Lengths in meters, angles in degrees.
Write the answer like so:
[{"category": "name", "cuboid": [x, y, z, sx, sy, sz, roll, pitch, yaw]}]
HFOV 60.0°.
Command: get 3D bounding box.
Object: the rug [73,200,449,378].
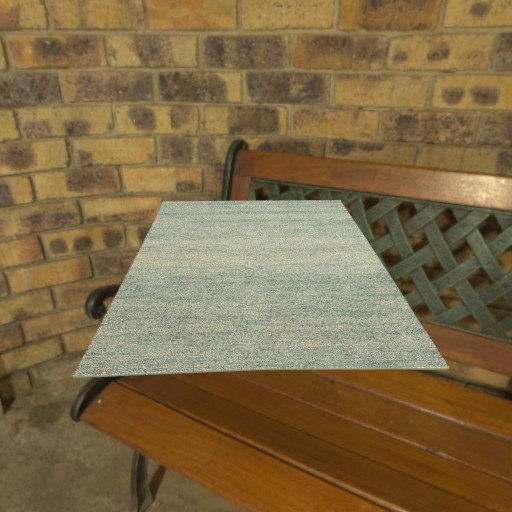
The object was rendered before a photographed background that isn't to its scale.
[{"category": "rug", "cuboid": [0.000, 0.000, 5.119, 2.802, 0.052, 4.078, -1, 25, -1]}]
